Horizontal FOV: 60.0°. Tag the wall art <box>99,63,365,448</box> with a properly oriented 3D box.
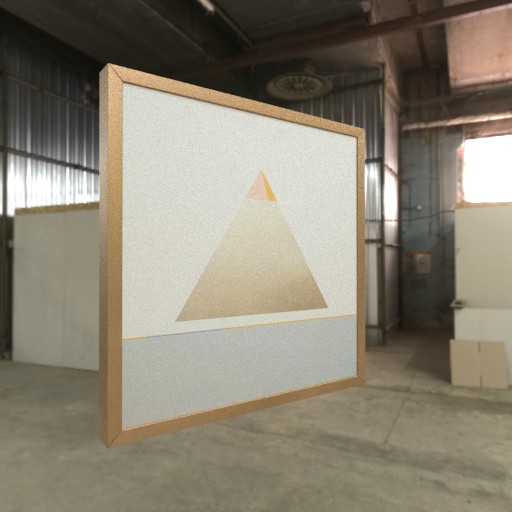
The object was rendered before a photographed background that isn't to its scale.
[{"bbox_3d":[0.000,0.000,0.753,0.513,0.511,0.038,0,0,-36],"label":"wall art"}]
